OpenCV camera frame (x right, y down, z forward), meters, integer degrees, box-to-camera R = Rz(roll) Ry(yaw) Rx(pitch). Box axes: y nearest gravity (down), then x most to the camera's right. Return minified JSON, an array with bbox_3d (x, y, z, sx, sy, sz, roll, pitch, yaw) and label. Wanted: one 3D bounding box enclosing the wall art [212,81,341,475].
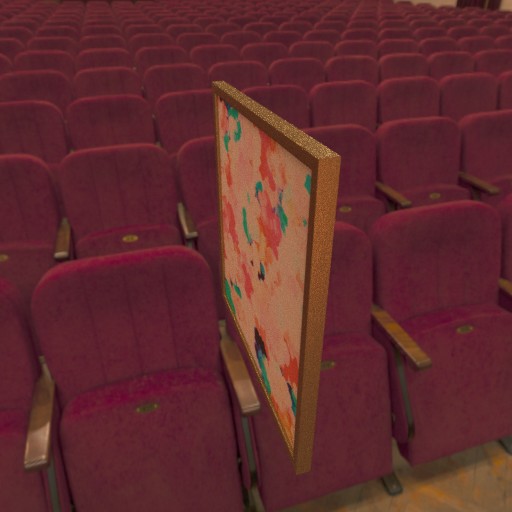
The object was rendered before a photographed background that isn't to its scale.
[{"bbox_3d":[0.000,0.000,1.178,0.036,0.765,0.767,-9,31,-15],"label":"wall art"}]
